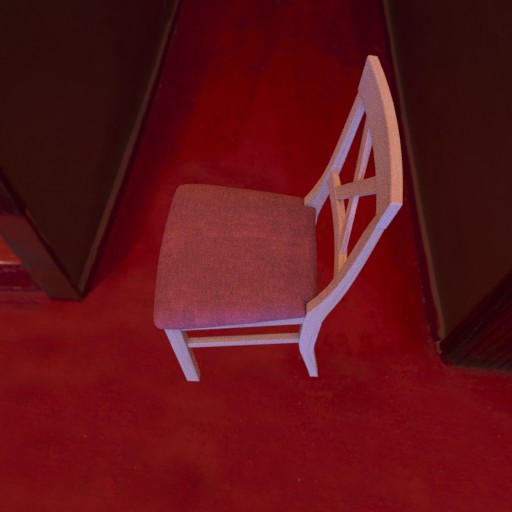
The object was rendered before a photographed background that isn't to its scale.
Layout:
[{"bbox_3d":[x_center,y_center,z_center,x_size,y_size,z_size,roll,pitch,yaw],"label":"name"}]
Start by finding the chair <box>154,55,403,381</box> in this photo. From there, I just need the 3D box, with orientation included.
[{"bbox_3d":[0.000,0.000,1.160,0.492,0.912,0.439,2,58,1],"label":"chair"}]
